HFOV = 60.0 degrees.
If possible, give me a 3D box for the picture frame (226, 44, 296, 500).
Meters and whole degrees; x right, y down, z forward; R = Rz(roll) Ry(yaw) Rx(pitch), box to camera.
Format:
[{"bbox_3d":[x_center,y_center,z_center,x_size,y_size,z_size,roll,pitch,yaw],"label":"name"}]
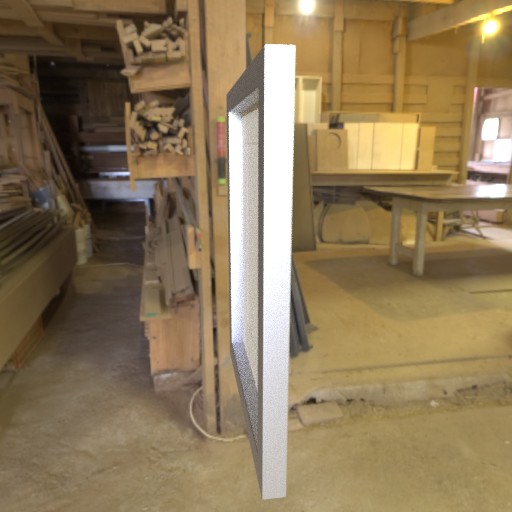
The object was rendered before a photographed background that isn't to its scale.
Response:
[{"bbox_3d":[0.000,0.000,0.512,0.036,0.386,0.307,-2,14,-9],"label":"picture frame"}]
